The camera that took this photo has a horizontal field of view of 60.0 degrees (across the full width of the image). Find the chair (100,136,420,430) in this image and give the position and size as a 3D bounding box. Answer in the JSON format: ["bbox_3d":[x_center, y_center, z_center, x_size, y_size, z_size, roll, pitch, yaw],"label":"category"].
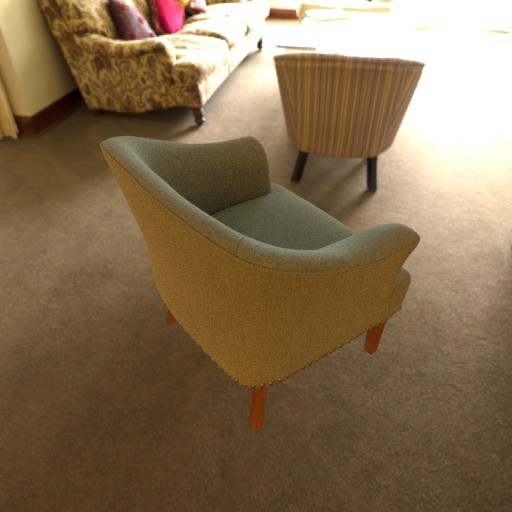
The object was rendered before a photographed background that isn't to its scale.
[{"bbox_3d":[0.000,0.000,1.424,0.704,0.815,0.798,-25,46,-27],"label":"chair"}]
